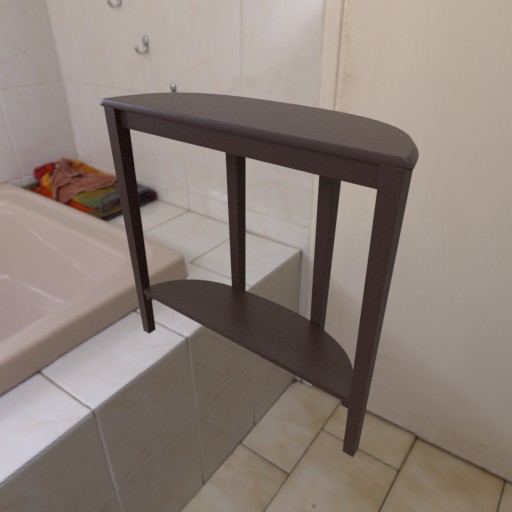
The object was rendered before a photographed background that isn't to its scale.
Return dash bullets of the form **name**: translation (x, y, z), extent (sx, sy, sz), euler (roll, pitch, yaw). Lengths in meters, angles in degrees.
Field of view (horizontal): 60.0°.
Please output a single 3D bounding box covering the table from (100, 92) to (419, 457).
- **table**: translation (0.000, 0.000, 1.307), extent (0.909, 0.831, 0.274), euler (21, 36, 32)
